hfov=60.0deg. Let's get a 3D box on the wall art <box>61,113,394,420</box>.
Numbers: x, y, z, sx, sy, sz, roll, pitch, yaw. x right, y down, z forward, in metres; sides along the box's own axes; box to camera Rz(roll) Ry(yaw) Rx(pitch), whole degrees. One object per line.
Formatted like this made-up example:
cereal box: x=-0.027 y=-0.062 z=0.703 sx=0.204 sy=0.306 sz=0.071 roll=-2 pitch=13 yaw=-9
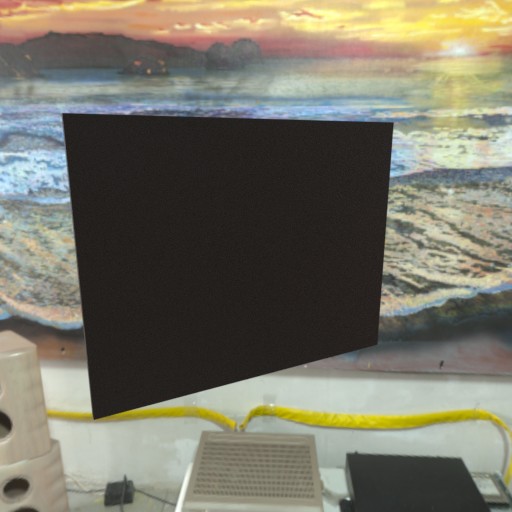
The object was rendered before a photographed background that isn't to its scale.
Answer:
wall art: x=0.000 y=0.000 z=1.608 sx=1.207 sy=0.952 sz=0.034 roll=-7 pitch=16 yaw=-27
